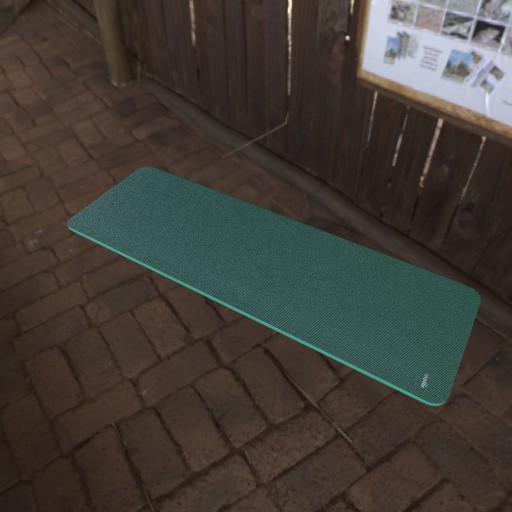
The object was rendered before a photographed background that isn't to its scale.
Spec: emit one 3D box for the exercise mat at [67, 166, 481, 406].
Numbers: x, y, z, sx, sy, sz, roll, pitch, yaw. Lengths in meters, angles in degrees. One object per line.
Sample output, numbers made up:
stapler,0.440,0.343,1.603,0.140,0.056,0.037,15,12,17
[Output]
exercise mat,0.000,0.000,2.028,1.869,0.021,0.616,23,49,22
